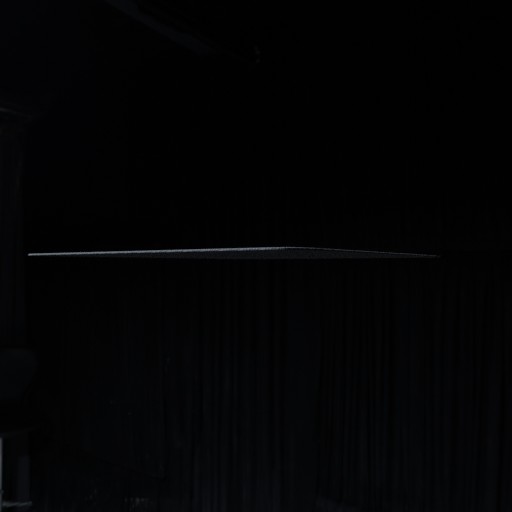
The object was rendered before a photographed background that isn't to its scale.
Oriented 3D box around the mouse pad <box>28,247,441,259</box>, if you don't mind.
[{"bbox_3d":[0.000,0.000,0.615,0.393,0.002,0.451,-1,-1,36],"label":"mouse pad"}]
